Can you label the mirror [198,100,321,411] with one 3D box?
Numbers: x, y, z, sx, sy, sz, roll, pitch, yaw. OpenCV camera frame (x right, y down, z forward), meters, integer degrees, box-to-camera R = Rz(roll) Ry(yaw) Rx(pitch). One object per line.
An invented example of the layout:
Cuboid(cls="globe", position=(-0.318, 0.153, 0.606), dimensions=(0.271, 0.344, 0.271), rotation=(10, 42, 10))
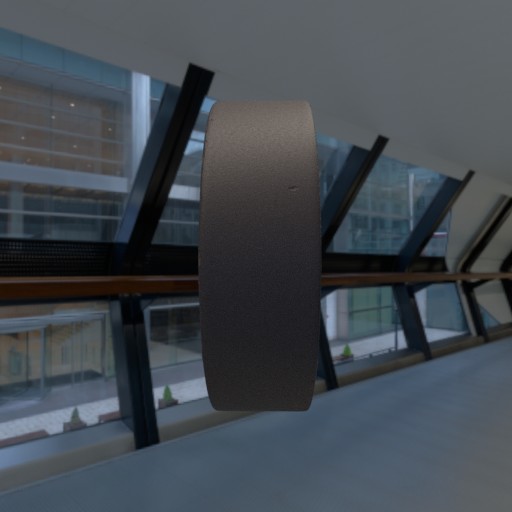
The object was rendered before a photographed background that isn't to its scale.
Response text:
Cuboid(cls="mirror", position=(0.000, 0.000, 0.584), dimensions=(0.126, 0.386, 0.386), rotation=(0, 0, 1))
